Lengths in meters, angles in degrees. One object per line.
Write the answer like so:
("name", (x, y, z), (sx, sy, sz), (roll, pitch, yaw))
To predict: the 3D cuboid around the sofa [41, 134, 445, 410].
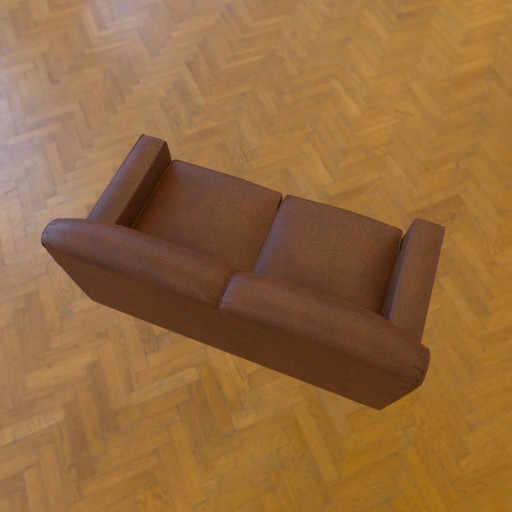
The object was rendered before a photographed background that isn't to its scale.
("sofa", (0.000, 0.000, 2.479), (1.856, 0.966, 1.000), (19, 65, 9))
